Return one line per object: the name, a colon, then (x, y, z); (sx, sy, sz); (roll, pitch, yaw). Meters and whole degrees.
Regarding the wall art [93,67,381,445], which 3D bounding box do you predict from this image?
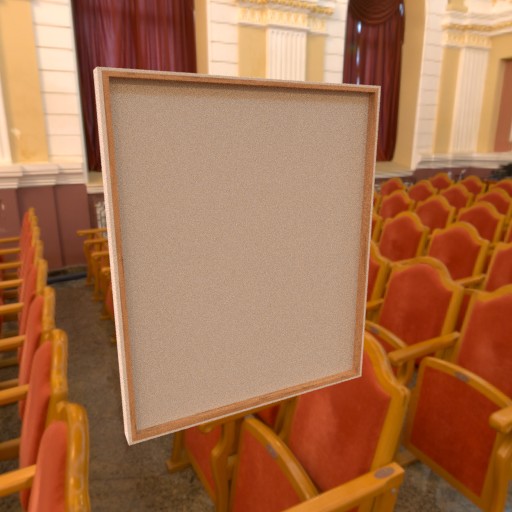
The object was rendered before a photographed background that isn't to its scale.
wall art: (0.000, 0.000, 0.811); (0.508, 0.606, 0.037); (-7, 17, -26)
